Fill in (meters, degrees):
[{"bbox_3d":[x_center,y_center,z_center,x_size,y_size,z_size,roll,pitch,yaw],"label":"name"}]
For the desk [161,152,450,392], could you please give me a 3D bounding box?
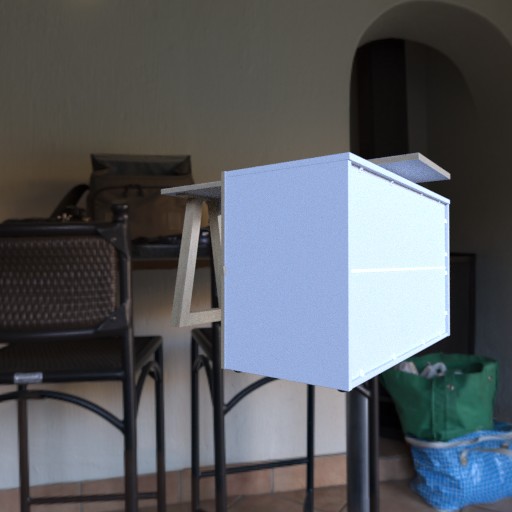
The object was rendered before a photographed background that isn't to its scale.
[{"bbox_3d":[0.000,0.000,1.999,1.404,0.755,1.098,-1,-1,36],"label":"desk"}]
